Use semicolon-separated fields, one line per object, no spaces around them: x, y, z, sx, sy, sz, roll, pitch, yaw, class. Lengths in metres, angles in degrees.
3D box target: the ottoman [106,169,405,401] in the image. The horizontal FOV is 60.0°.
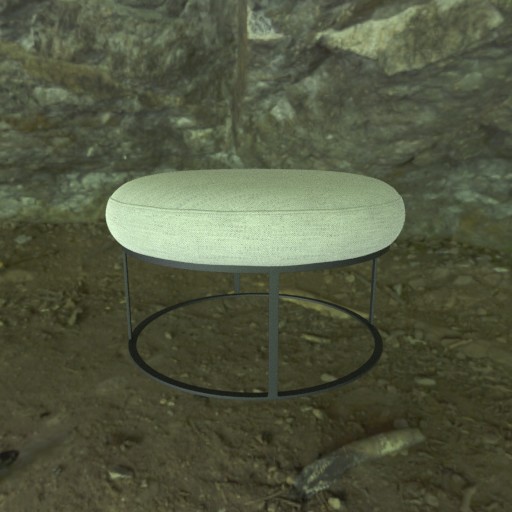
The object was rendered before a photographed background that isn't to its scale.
0.000;0.000;1.225;0.769;0.459;0.769;0;13;0;ottoman
